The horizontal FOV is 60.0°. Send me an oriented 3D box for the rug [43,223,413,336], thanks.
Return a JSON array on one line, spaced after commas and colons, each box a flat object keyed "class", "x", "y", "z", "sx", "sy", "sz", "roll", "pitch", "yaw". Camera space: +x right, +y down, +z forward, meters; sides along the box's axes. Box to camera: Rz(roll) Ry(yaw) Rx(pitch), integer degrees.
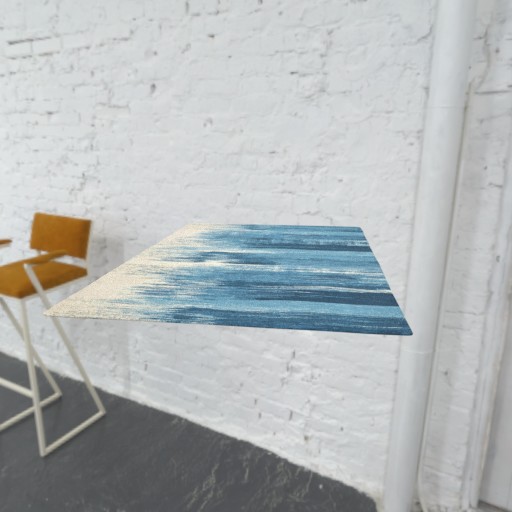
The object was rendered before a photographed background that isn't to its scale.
[{"class": "rug", "x": 0.000, "y": 0.000, "z": 2.304, "sx": 1.232, "sy": 0.009, "sz": 1.836, "roll": 2, "pitch": 14, "yaw": 8}]
